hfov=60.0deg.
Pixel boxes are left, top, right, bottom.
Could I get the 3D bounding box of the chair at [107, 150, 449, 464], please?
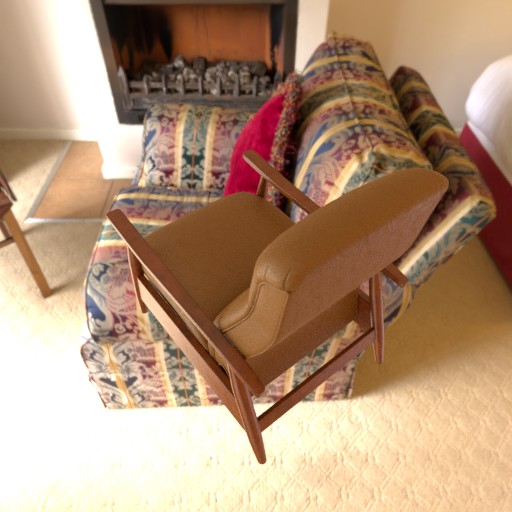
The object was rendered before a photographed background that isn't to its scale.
[{"bbox_3d":[0.000,0.000,1.756,0.762,1.082,1.014,-30,53,-26],"label":"chair"}]
